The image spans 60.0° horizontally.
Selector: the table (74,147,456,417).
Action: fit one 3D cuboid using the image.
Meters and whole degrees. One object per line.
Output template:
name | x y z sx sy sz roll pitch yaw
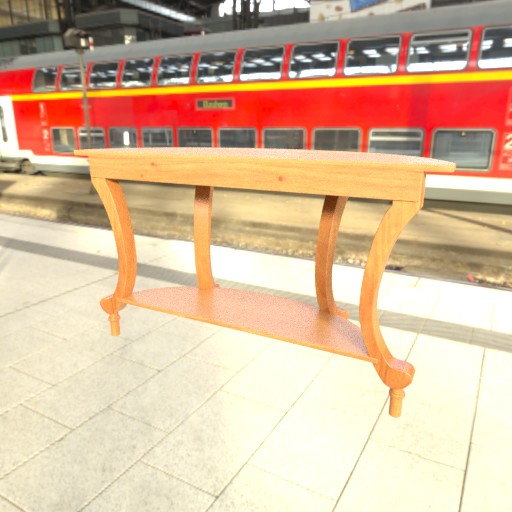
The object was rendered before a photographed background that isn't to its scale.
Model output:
table | 0.000 0.000 1.513 1.198 0.692 0.394 9 19 26
